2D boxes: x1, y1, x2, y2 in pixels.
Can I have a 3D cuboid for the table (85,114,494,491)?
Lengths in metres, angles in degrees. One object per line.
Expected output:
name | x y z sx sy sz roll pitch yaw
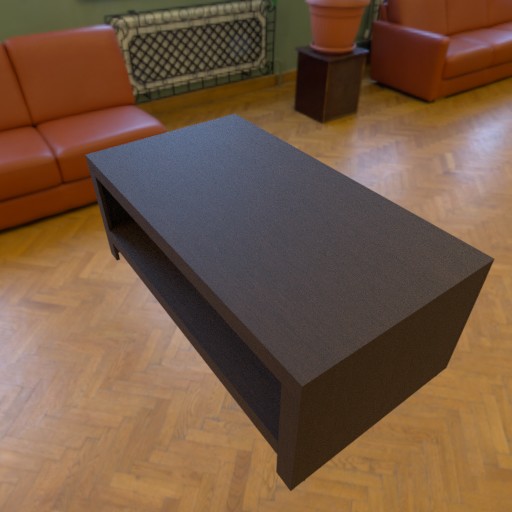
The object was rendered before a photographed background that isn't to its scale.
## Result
table | 0.000 0.000 1.391 0.597 0.424 1.099 -25 45 -27
